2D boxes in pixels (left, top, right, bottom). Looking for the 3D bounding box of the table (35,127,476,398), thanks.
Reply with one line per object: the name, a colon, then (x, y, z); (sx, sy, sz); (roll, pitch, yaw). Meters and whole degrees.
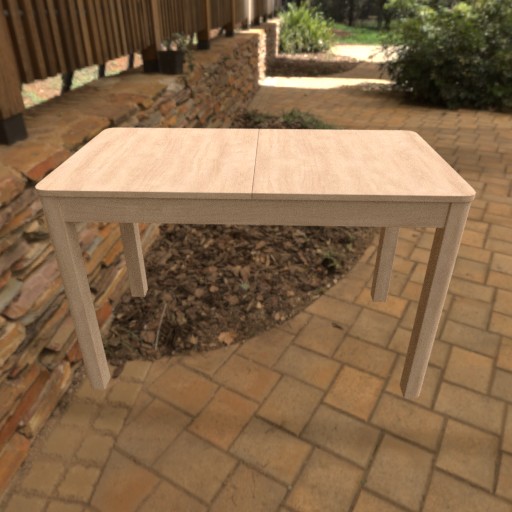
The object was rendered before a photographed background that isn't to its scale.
table: (0.000, 0.000, 1.925); (1.400, 0.900, 0.750); (1, 31, 2)
